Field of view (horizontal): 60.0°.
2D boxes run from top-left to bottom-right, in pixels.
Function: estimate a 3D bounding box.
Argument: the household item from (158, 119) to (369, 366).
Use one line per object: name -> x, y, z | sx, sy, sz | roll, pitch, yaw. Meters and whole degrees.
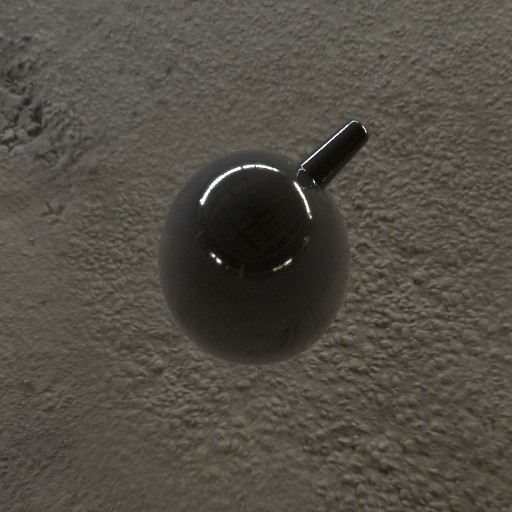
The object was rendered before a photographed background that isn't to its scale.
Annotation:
household item -> 0.000, 0.000, 0.216 | 0.104, 0.152, 0.102 | -39, 79, -9
